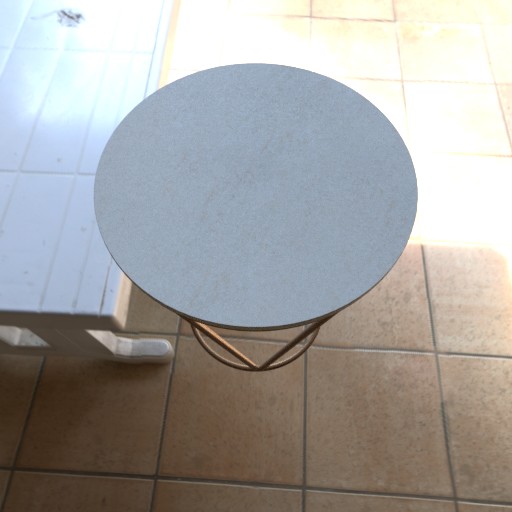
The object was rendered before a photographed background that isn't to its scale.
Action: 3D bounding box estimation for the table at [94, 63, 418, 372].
[{"bbox_3d":[0.000,0.000,0.941,0.500,0.564,0.500,0,63,0],"label":"table"}]
